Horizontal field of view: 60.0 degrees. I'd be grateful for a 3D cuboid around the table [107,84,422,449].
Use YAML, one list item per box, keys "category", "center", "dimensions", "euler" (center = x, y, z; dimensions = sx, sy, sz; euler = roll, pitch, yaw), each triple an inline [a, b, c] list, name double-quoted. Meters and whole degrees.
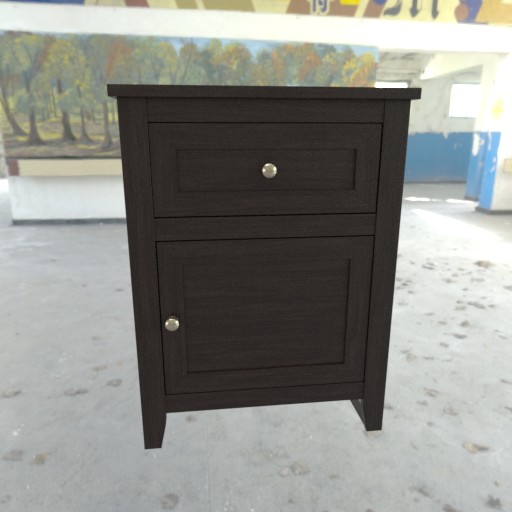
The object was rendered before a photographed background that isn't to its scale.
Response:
- category: "table"
  center: [0.000, 0.000, 0.930]
  dimensions: [0.480, 0.635, 0.381]
  euler: [-2, 16, -7]
